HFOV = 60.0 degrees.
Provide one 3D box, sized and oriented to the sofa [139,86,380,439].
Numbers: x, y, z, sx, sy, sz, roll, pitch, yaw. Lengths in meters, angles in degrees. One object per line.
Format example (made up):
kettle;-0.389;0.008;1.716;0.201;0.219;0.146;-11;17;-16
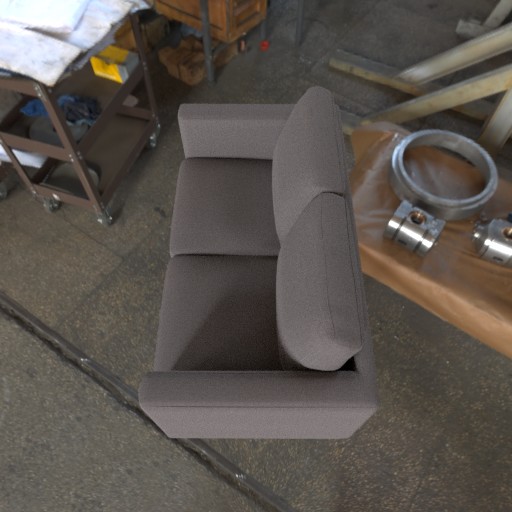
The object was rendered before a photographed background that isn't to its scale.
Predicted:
sofa;0.000;0.000;1.960;0.796;0.908;1.430;0;59;0
